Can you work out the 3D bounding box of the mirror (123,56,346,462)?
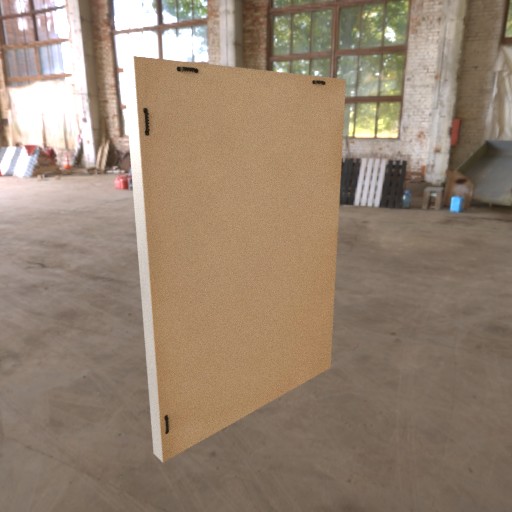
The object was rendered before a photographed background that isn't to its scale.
[{"bbox_3d":[0.000,0.000,0.915,0.507,0.710,0.039,-15,22,-40],"label":"mirror"}]
